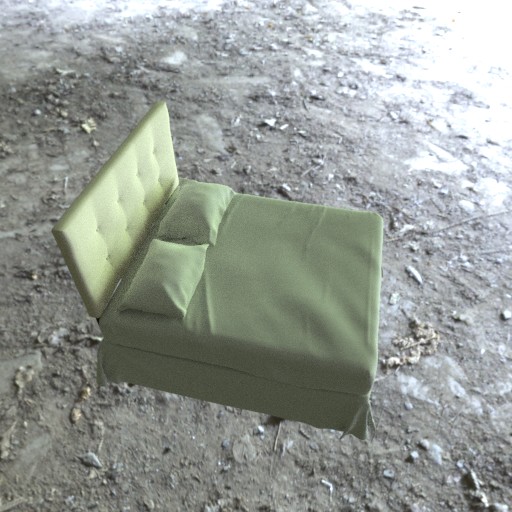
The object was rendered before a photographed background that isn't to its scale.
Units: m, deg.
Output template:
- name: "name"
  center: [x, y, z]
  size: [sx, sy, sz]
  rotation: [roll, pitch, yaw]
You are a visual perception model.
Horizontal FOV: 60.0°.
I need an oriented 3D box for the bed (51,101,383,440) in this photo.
- name: "bed"
  center: [0.000, 0.000, 3.484]
  size: [2.222, 1.577, 1.936]
  rotation: [10, 47, 9]
